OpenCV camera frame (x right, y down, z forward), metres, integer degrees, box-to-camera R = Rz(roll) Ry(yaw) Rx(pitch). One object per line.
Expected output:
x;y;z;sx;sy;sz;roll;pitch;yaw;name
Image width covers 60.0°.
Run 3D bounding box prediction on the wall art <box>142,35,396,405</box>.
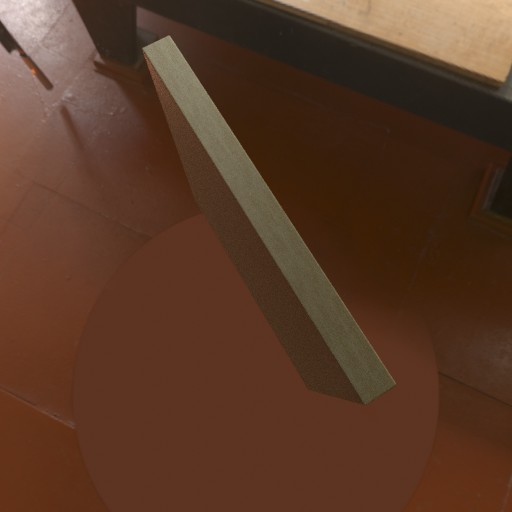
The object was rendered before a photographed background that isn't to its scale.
0.000;0.000;0.755;0.040;0.506;0.503;-30;77;-8;wall art
